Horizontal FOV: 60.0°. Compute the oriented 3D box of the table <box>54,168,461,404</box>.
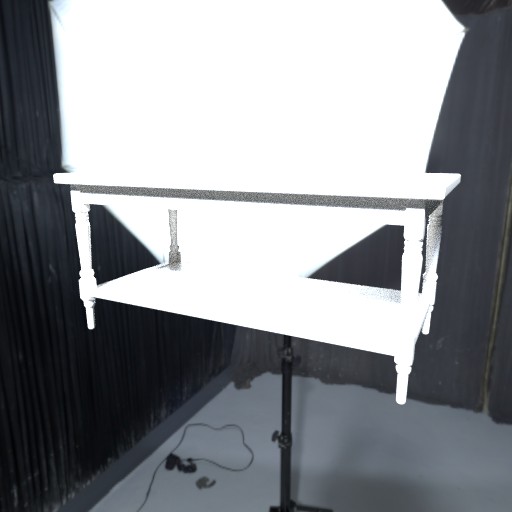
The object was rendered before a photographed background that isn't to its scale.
[{"bbox_3d":[0.000,0.000,1.401,1.107,0.510,0.550,7,15,26],"label":"table"}]
